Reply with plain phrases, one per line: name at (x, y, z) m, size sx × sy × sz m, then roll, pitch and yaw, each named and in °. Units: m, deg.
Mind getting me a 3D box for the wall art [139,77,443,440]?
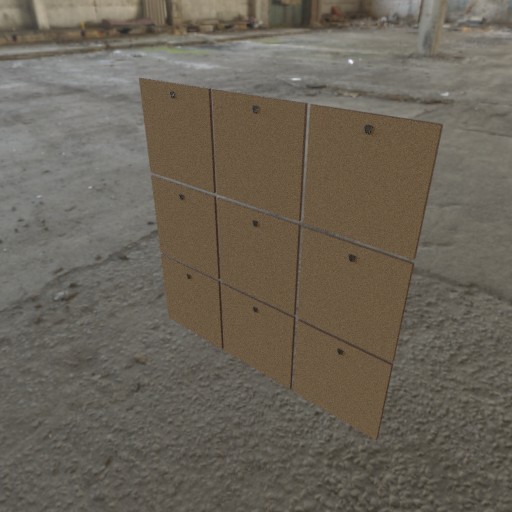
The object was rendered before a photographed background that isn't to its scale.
wall art at (0.000, 0.000, 1.764) m, size 1.221 × 1.218 × 0.019 m, roll 22°, pitch 37°, yaw 33°
